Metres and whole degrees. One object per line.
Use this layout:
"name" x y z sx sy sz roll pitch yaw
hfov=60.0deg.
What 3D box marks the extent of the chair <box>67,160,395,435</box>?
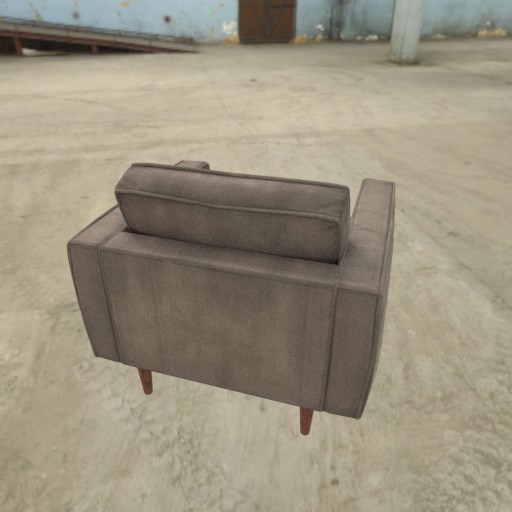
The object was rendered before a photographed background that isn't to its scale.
"chair" 0.000 0.000 1.580 0.928 0.773 0.843 9 32 15
